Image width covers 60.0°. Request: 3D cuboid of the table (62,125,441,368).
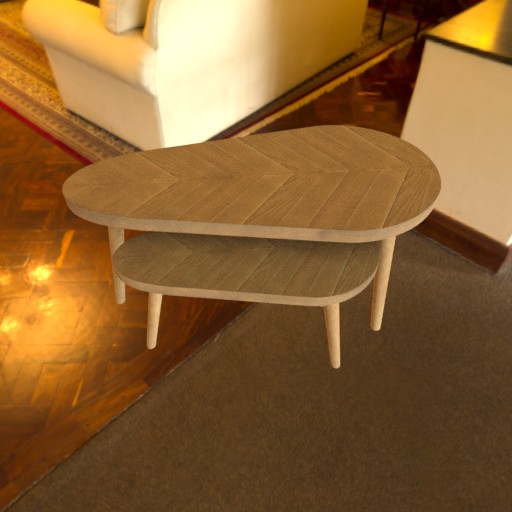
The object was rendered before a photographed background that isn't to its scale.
[{"bbox_3d":[0.000,0.000,1.577,1.190,0.595,0.701,-4,47,-4],"label":"table"}]
